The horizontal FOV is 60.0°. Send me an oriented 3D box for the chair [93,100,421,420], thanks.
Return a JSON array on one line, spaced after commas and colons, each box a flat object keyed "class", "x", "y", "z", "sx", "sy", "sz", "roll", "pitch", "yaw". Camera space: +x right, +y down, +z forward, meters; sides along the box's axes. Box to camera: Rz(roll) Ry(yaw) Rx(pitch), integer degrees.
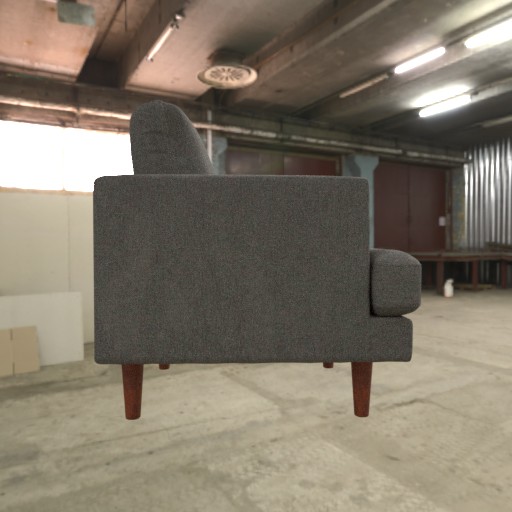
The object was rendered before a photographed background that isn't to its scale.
[{"class": "chair", "x": 0.000, "y": 0.000, "z": 1.600, "sx": 0.899, "sy": 0.957, "sz": 0.858, "roll": 0, "pitch": 1, "yaw": -2}]
